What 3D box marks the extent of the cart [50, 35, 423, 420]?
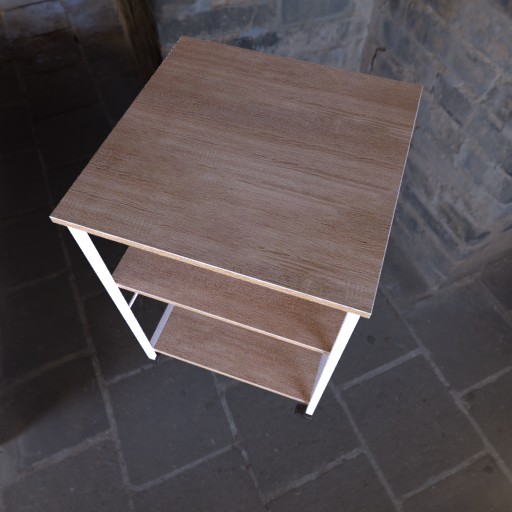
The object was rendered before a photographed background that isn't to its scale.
[{"bbox_3d":[0.000,0.000,1.118,0.521,0.762,0.520,16,60,10],"label":"cart"}]
